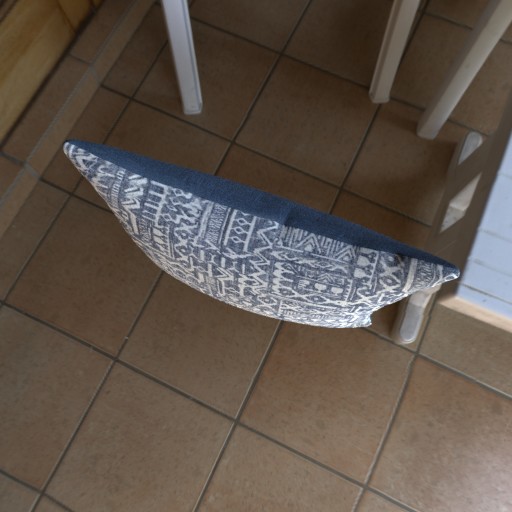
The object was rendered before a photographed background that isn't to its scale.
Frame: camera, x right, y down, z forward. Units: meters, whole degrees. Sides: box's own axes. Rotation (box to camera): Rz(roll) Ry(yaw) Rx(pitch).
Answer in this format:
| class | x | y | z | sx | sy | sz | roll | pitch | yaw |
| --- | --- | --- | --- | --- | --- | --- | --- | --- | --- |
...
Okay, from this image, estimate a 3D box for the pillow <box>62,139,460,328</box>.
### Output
| class | x | y | z | sx | sy | sz | roll | pitch | yaw |
| --- | --- | --- | --- | --- | --- | --- | --- | --- | --- |
| pillow | 0.000 | 0.000 | 0.791 | 0.546 | 0.487 | 0.180 | 19 | 75 | 5 |
